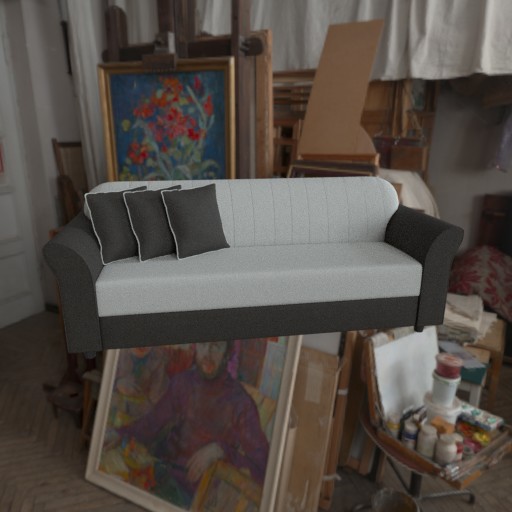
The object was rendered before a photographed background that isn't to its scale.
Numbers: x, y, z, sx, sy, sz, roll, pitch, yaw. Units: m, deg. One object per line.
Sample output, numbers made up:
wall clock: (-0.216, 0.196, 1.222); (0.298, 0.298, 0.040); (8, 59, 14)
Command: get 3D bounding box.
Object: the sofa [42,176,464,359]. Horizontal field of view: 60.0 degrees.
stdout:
sofa: (0.000, 0.000, 2.478); (2.001, 0.787, 0.755); (-3, 17, -9)
